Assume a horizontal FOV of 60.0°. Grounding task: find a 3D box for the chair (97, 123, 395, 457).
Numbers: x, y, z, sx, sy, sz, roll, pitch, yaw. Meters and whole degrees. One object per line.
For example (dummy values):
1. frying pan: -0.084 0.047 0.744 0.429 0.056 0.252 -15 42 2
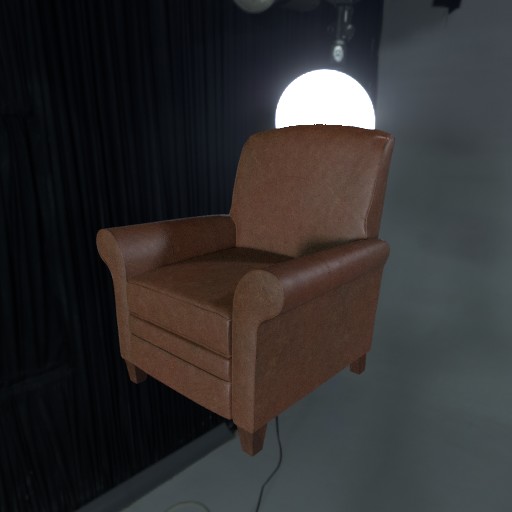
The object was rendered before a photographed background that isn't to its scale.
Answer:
1. chair: 0.000 0.000 1.825 0.978 1.061 0.902 13 20 40
